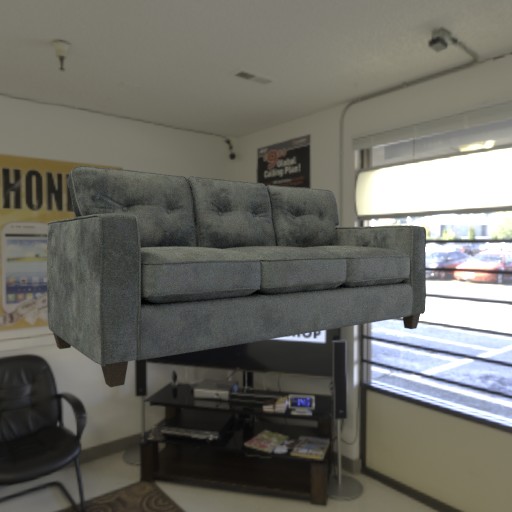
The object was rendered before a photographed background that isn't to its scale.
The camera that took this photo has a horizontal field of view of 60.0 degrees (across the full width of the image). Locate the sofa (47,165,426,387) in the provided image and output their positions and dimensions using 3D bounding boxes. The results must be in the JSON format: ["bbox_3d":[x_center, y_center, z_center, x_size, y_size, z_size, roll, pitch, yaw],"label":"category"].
[{"bbox_3d":[0.000,0.000,2.627,2.133,0.965,0.939,-1,2,-36],"label":"sofa"}]
